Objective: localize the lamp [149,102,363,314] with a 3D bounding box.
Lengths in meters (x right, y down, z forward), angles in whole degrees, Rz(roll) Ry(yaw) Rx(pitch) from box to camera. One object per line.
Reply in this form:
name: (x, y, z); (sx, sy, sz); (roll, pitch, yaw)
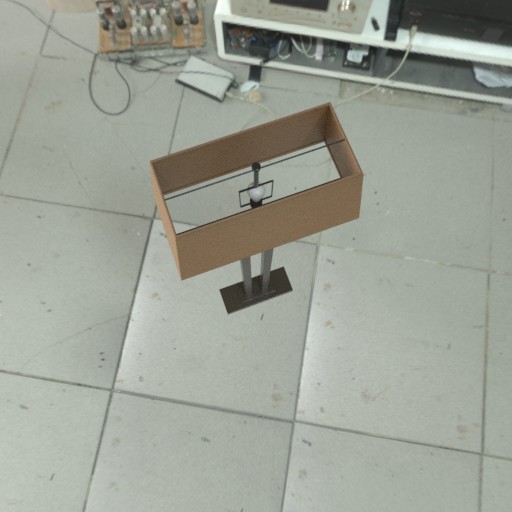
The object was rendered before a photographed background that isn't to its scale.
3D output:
lamp: (0.000, 0.000, 1.616); (0.475, 1.469, 0.233); (-19, 76, -5)
